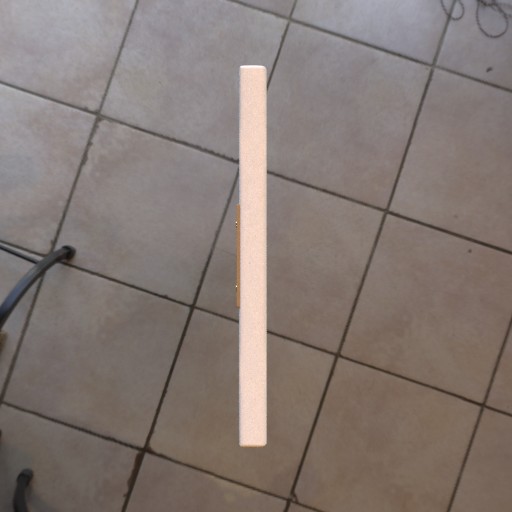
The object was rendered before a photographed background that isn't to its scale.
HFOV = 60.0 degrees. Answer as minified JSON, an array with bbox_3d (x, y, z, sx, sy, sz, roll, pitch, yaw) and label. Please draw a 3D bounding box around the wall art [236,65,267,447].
[{"bbox_3d":[0.000,0.000,1.154,0.048,0.916,0.602,0,90,1],"label":"wall art"}]
